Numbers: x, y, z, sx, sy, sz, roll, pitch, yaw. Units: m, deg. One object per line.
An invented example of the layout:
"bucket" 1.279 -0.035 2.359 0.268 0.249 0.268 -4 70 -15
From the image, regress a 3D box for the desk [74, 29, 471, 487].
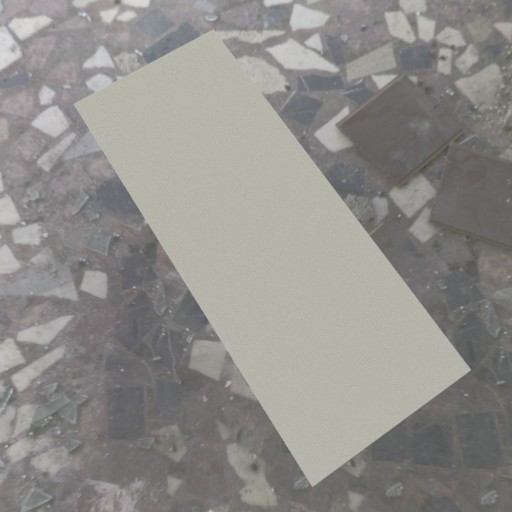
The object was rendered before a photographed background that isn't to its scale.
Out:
"desk" 0.000 0.000 1.876 0.603 0.773 1.530 -32 77 -8
